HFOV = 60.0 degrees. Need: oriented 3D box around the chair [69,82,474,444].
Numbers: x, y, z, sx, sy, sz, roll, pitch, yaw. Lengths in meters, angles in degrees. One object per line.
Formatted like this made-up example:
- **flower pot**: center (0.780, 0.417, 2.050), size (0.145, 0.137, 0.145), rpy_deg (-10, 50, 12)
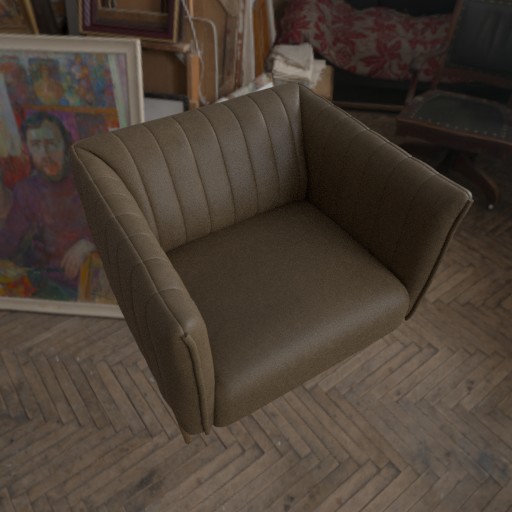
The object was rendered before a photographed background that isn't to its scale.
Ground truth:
- **chair**: center (0.000, 0.000, 1.583), size (0.981, 0.779, 0.876), rpy_deg (-23, 50, -21)
